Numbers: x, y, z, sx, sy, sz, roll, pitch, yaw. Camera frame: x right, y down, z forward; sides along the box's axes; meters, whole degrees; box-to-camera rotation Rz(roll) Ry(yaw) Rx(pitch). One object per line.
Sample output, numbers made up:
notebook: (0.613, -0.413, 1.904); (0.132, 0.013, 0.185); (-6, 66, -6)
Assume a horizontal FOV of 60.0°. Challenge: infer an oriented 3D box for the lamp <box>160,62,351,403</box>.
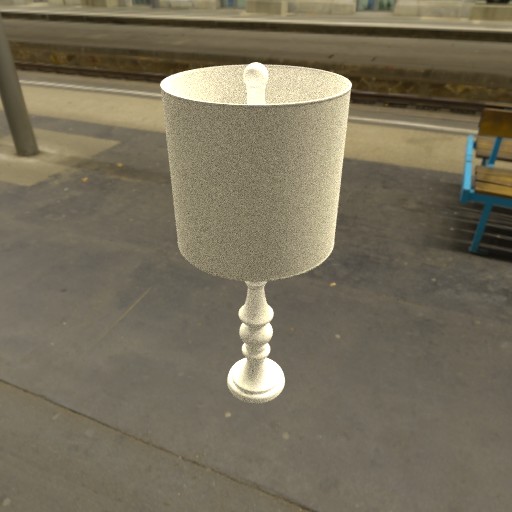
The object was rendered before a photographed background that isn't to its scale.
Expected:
lamp: (0.000, 0.000, 0.738); (0.250, 0.597, 0.250); (1, 33, 1)
